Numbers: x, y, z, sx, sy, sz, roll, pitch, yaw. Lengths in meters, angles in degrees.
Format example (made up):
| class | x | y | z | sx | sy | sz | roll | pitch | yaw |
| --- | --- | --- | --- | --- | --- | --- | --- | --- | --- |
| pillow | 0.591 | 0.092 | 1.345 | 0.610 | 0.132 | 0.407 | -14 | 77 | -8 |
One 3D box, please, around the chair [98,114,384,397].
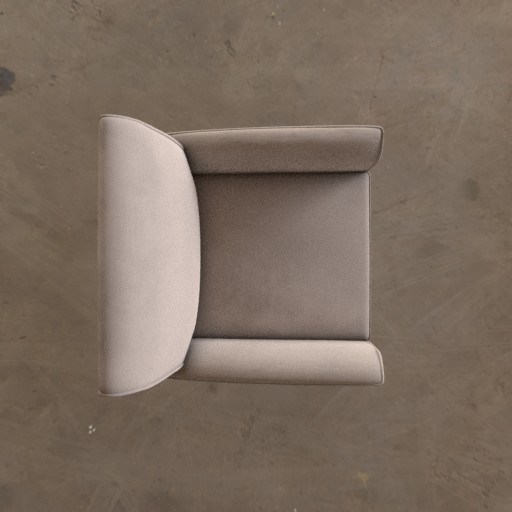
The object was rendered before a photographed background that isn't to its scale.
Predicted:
| class | x | y | z | sx | sy | sz | roll | pitch | yaw |
| --- | --- | --- | --- | --- | --- | --- | --- | --- | --- |
| chair | 0.000 | 0.000 | 1.568 | 0.821 | 0.915 | 0.820 | 0 | 90 | 0 |
